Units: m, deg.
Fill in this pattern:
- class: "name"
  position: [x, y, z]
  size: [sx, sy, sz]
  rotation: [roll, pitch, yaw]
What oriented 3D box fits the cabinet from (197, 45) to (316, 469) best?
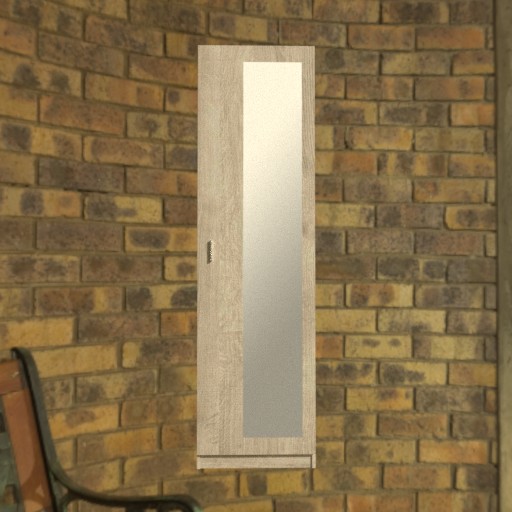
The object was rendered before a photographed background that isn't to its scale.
- class: "cabinet"
  position: [0.000, 0.000, 1.969]
  size: [0.500, 1.790, 0.230]
  rotation: [0, -1, -1]
